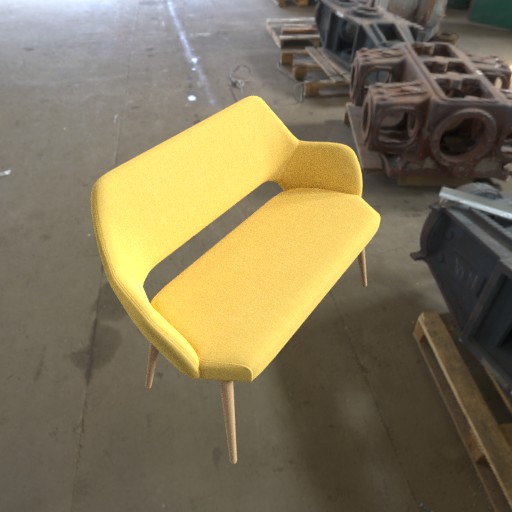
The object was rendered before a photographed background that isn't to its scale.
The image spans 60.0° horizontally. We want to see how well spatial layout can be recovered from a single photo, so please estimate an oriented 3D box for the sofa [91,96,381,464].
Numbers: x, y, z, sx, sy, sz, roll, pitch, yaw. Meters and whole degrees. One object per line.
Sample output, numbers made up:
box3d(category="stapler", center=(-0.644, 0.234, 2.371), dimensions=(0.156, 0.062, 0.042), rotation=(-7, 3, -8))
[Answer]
box3d(category="sofa", center=(0.000, 0.000, 1.644), dimensions=(0.610, 0.840, 1.150), rotation=(25, 47, 26))
